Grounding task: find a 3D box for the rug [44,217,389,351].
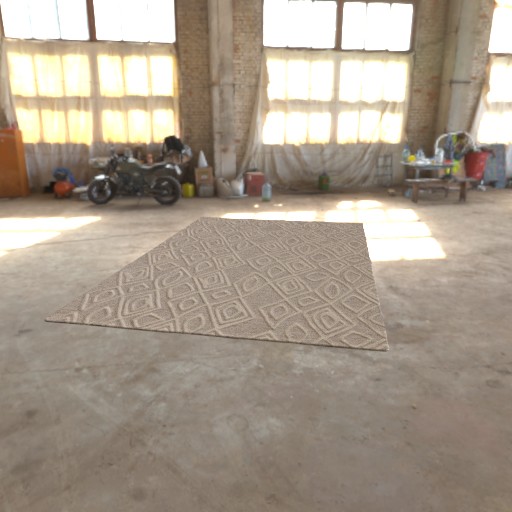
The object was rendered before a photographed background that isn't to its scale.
[{"bbox_3d":[0.000,0.000,3.048,1.546,0.010,2.442,3,17,10],"label":"rug"}]
